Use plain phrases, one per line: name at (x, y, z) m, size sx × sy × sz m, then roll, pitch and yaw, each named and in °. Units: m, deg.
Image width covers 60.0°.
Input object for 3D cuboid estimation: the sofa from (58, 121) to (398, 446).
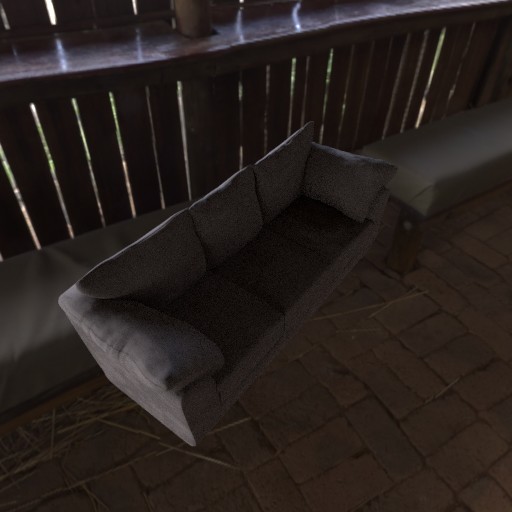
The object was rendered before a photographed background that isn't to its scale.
sofa at (0.000, 0.000, 2.928) m, size 0.893 × 0.981 × 2.377 m, roll 26°, pitch 47°, yaw 27°
